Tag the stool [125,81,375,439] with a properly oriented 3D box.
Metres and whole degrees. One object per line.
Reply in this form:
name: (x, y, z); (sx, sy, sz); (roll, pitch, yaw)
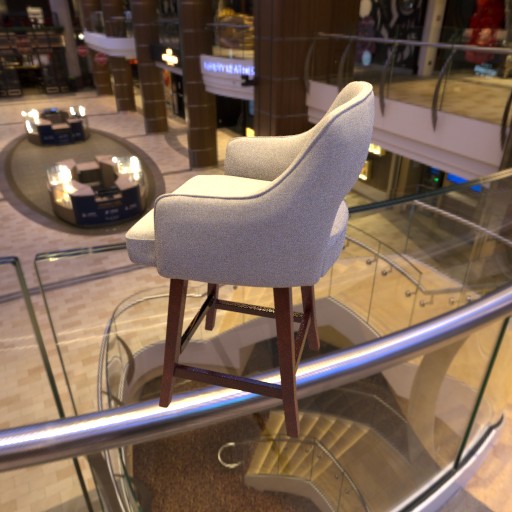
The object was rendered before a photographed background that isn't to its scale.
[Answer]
stool: (0.000, 0.000, 1.276); (0.560, 0.936, 0.550); (8, 30, 14)
